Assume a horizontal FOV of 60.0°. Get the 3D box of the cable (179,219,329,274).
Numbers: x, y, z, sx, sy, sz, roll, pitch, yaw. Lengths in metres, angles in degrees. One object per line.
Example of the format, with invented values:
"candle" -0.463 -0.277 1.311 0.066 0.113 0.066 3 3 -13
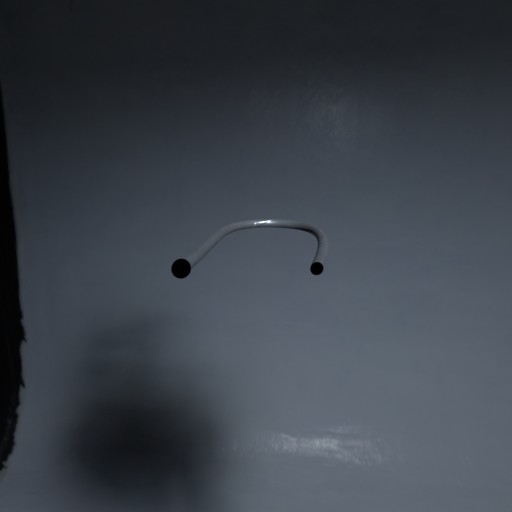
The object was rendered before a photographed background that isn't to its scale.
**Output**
"cable" 0.000 0.000 0.111 0.041 0.005 0.098 2 14 9
